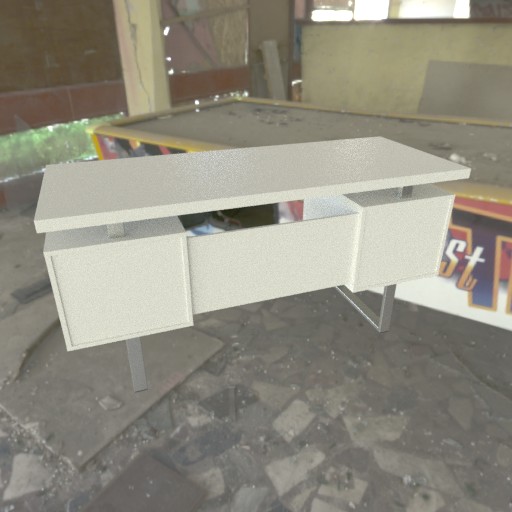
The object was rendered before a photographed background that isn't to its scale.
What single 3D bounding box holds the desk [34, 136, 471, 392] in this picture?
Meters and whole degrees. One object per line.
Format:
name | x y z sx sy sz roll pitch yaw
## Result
desk | 0.000 0.000 1.885 1.530 0.773 0.603 -9 29 -18
